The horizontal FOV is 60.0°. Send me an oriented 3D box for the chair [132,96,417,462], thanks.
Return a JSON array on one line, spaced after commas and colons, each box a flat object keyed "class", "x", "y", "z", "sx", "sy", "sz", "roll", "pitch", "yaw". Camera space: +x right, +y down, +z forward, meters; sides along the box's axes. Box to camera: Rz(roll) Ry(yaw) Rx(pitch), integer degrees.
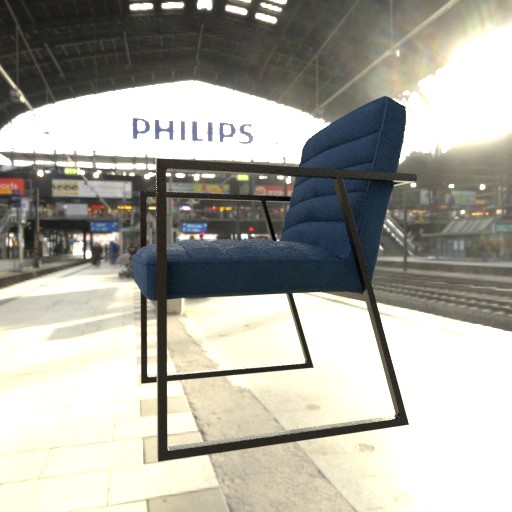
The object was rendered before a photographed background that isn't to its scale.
[{"class": "chair", "x": 0.000, "y": 0.000, "z": 1.268, "sx": 0.677, "sy": 0.833, "sz": 0.571, "roll": 0, "pitch": 1, "yaw": -18}]
